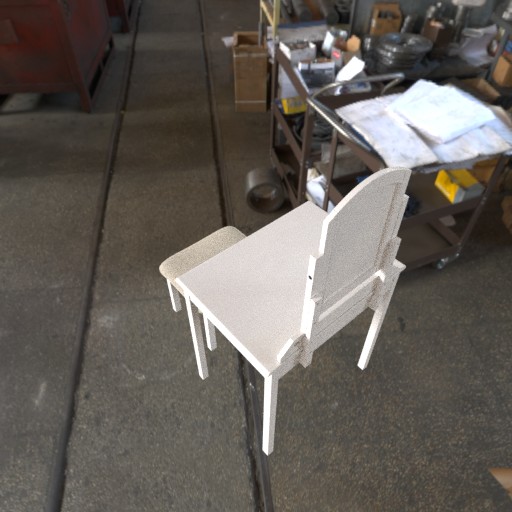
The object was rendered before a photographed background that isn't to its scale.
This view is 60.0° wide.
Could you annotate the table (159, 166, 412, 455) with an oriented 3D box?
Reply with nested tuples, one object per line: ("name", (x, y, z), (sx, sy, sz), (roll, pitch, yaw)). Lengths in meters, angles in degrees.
("table", (0.000, 0.000, 2.274), (0.876, 1.631, 1.211), (-32, 54, -27))
